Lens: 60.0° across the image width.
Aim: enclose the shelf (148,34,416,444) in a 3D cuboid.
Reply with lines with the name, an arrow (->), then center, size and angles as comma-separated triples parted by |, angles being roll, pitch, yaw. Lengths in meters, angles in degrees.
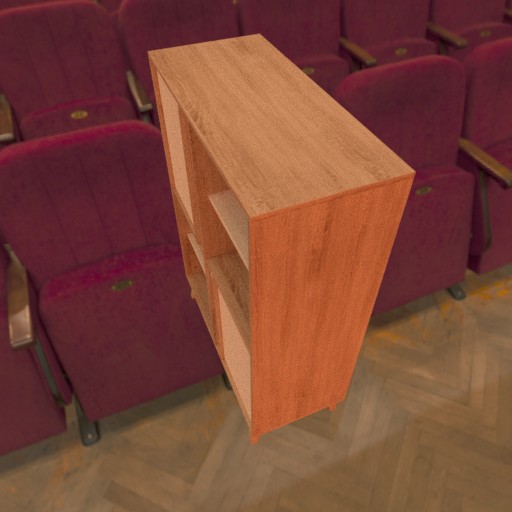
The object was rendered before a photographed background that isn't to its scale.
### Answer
shelf -> 0.000, 0.000, 1.869 | 0.450, 1.390, 1.000 | -17, 48, -15
